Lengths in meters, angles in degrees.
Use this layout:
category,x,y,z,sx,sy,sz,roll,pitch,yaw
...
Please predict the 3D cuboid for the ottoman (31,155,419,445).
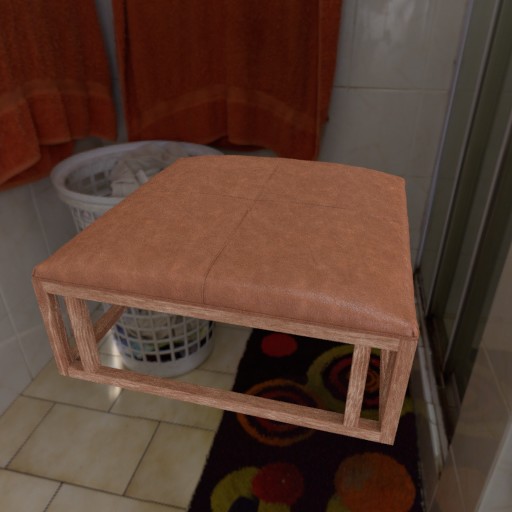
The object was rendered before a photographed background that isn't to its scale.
category,x,y,z,sx,sy,sz,roll,pitch,yaw
ottoman,0.000,0.000,1.587,1.013,0.442,1.016,7,31,13
